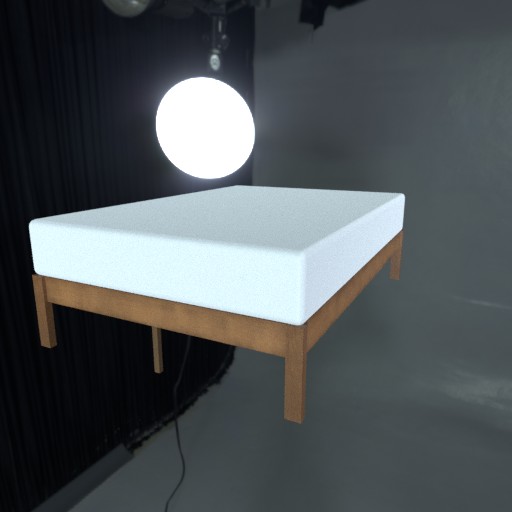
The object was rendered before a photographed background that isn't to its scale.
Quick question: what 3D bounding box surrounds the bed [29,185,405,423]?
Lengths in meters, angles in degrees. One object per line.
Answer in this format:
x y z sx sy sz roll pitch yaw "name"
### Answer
0.000 0.000 2.604 1.348 0.616 1.927 7 16 26 "bed"
